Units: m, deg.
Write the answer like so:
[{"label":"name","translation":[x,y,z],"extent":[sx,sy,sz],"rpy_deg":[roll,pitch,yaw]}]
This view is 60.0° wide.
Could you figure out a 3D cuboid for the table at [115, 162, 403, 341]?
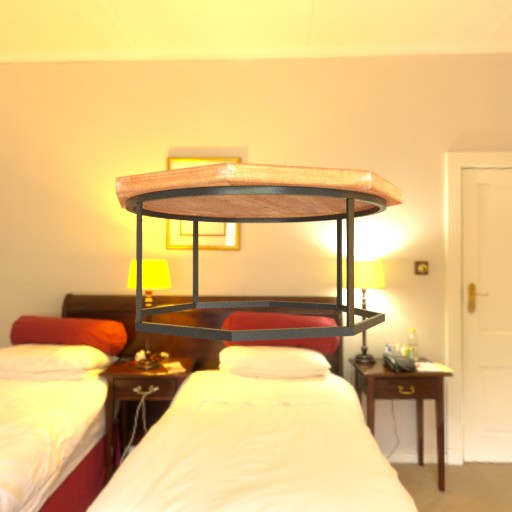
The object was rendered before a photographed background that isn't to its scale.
[{"label":"table","translation":[0.000,0.000,1.563],"extent":[1.002,0.444,1.002],"rpy_deg":[0,-1,0]}]
